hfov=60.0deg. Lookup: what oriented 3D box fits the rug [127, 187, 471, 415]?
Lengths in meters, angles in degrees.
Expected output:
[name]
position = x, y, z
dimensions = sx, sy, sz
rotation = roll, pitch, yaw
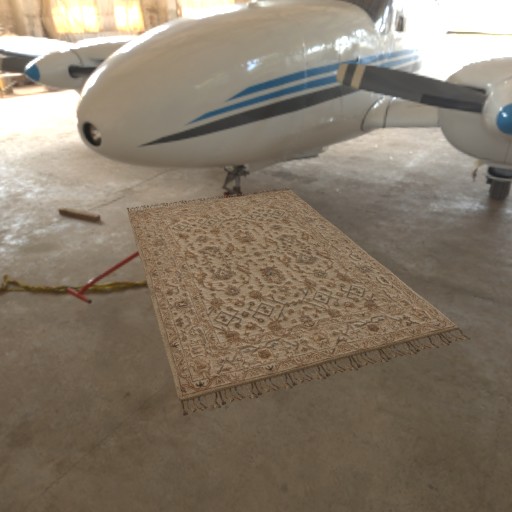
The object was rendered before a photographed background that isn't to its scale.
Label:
[rug]
position = 0.000, 0.000, 3.089
dimensions = 1.529, 0.027, 2.434
rotation = -10, 30, -17
